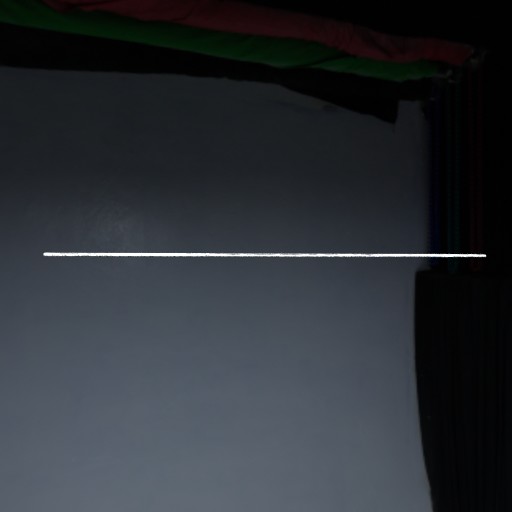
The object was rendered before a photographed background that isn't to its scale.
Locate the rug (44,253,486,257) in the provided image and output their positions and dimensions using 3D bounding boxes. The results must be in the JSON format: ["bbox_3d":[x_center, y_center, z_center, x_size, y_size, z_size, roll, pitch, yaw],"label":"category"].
[{"bbox_3d":[0.000,0.000,3.052,2.444,0.012,1.530,0,0,-17],"label":"rug"}]
